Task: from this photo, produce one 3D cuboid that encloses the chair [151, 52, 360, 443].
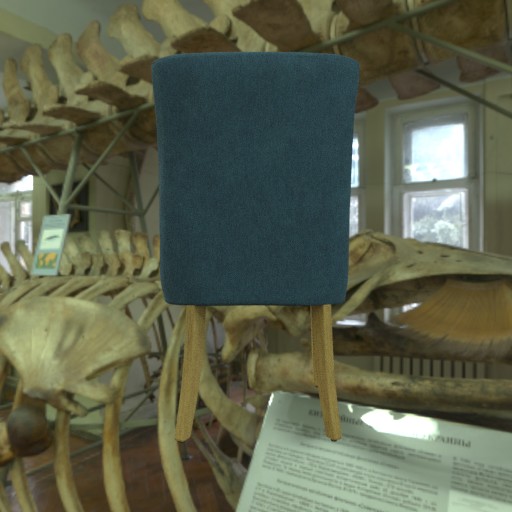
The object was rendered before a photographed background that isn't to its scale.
[{"bbox_3d":[0.000,0.000,1.253,0.495,0.902,0.609,0,0,0],"label":"chair"}]
